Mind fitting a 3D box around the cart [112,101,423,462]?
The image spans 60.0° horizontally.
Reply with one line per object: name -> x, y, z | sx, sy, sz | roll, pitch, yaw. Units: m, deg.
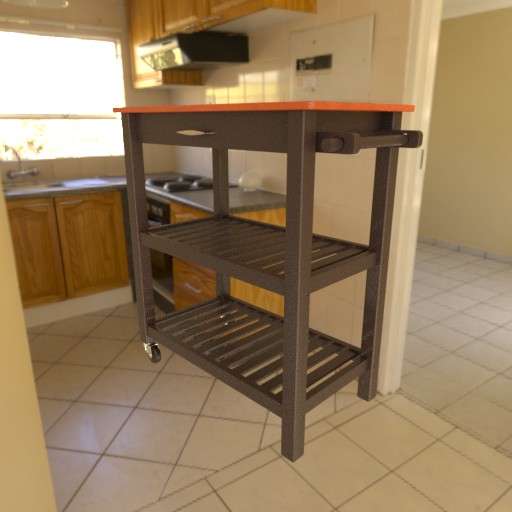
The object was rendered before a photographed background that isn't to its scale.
cart -> 0.000, 0.000, 1.449 | 0.457, 0.927, 0.899 | -17, 24, -42
